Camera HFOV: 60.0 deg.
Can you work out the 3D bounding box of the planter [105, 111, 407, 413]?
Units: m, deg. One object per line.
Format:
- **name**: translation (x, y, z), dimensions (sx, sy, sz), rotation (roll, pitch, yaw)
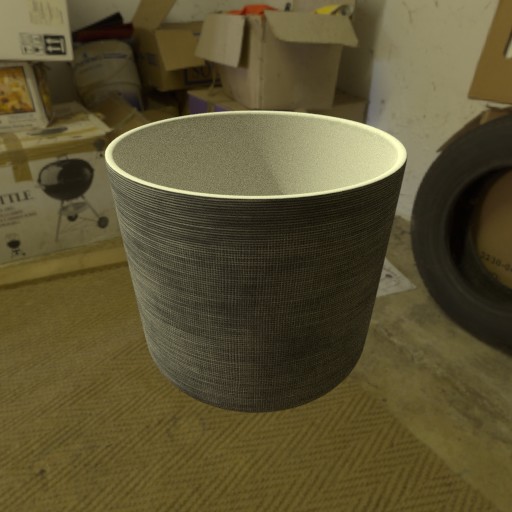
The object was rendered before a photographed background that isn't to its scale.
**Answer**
- **planter**: translation (0.000, 0.000, 0.770), dimensions (0.440, 0.398, 0.440), rotation (0, 30, 0)
